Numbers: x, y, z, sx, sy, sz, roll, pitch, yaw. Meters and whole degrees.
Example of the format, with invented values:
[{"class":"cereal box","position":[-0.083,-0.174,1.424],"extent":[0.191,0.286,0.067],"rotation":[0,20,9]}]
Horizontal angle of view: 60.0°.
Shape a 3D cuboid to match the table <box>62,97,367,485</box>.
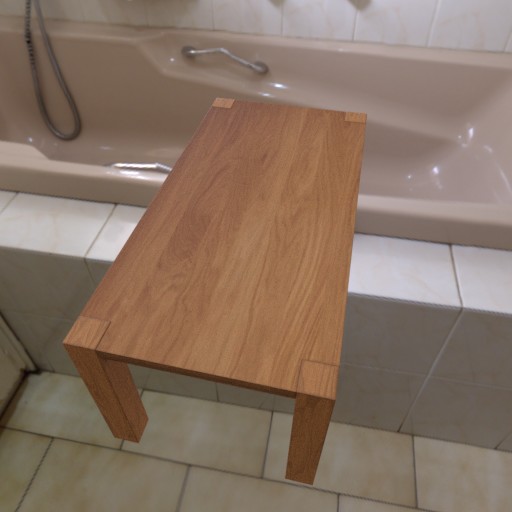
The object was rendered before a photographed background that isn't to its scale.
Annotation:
[{"class":"table","position":[0.000,0.000,2.275],"extent":[0.900,0.760,1.800],"rotation":[9,46,9]}]
